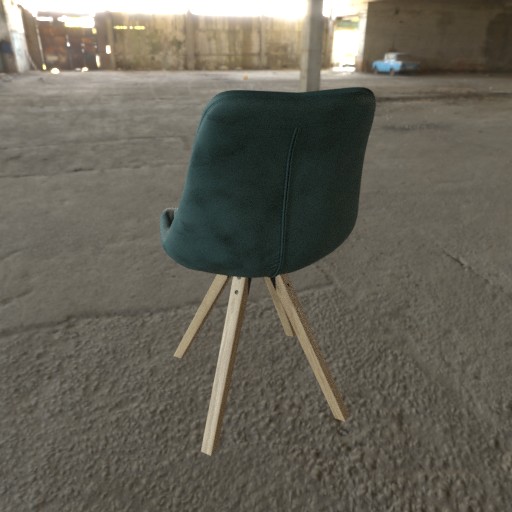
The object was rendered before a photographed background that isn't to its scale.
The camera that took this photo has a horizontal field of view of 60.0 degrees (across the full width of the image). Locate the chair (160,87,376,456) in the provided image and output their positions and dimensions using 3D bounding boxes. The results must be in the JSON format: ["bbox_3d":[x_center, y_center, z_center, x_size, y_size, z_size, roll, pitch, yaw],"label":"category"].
[{"bbox_3d":[0.000,0.000,1.170,0.483,0.865,0.547,-8,26,-16],"label":"chair"}]
